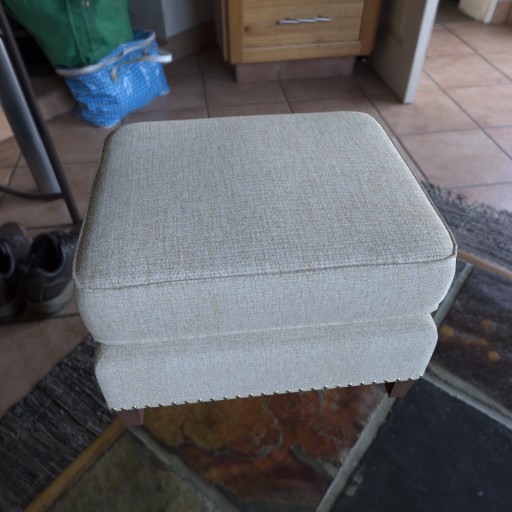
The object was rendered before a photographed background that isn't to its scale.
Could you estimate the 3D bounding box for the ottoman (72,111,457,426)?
[{"bbox_3d":[0.000,0.000,1.101,0.738,0.537,0.589,-5,45,-5],"label":"ottoman"}]
